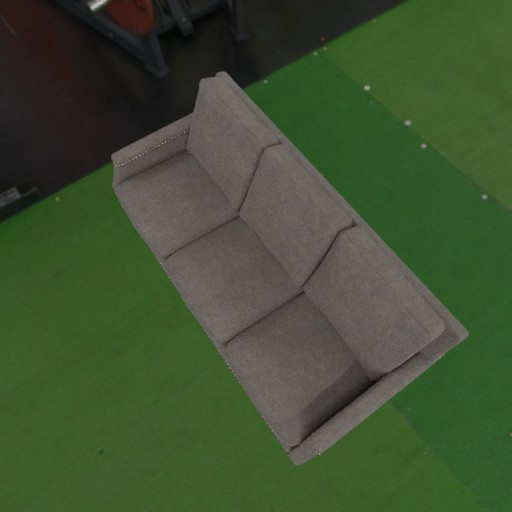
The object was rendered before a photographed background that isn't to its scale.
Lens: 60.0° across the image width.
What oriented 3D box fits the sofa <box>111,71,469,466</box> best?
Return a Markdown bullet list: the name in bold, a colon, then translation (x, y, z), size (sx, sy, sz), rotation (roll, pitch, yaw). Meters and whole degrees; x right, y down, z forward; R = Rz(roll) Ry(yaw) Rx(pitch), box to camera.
- **sofa**: translation (0.000, 0.000, 2.770), size (1.034, 1.042, 2.226), rotation (-32, 68, -15)
